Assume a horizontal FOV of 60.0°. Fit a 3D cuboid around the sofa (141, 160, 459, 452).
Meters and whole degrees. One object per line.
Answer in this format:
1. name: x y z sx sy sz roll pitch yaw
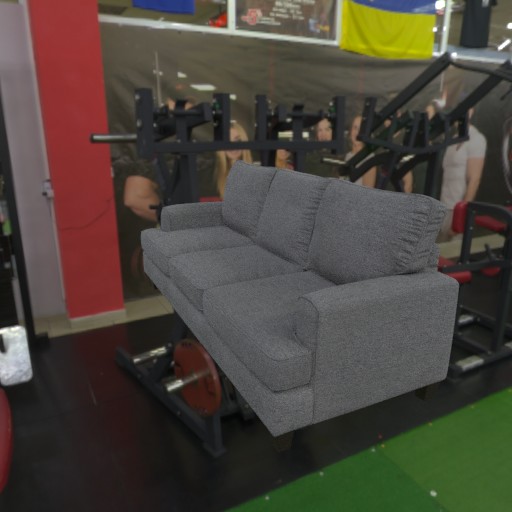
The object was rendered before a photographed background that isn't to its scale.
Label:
1. sofa: 0.000 0.000 2.653 0.951 0.965 2.158 -8 19 -25
